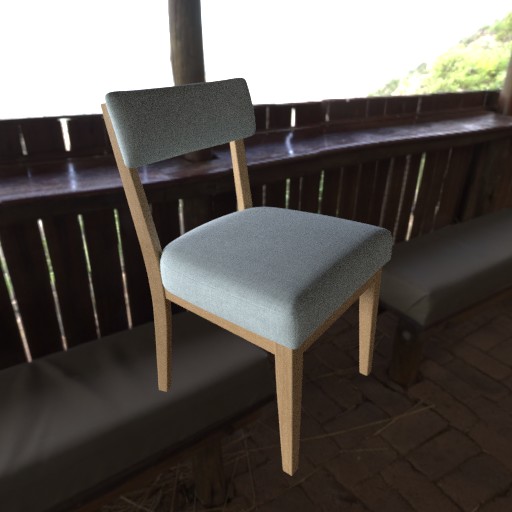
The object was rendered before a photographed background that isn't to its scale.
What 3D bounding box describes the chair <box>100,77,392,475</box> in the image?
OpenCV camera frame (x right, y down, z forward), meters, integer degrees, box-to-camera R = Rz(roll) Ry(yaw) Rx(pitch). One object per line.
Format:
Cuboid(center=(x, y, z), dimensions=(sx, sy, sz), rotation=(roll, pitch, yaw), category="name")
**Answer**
Cuboid(center=(0.000, 0.000, 1.176), dimensions=(0.572, 0.832, 0.508), rotation=(18, 32, 32), category="chair")
